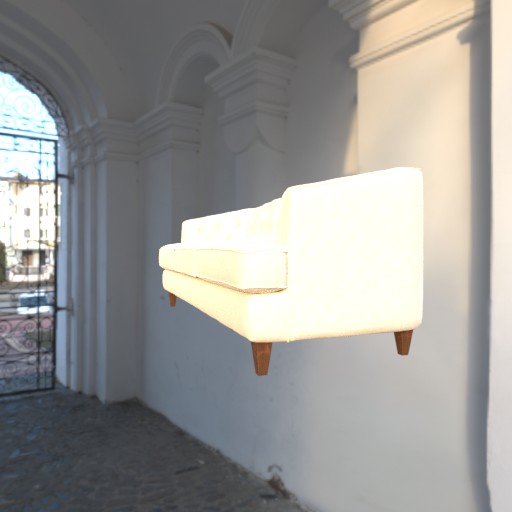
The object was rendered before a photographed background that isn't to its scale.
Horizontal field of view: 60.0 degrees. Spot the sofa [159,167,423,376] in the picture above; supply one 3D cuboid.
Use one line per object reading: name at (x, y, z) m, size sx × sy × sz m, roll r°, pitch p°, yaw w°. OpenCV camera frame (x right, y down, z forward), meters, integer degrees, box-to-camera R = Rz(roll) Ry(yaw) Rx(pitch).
sofa at (0.000, 0.000, 2.770) m, size 0.941 × 0.855 × 2.278 m, roll 0°, pitch 1°, yaw -20°
